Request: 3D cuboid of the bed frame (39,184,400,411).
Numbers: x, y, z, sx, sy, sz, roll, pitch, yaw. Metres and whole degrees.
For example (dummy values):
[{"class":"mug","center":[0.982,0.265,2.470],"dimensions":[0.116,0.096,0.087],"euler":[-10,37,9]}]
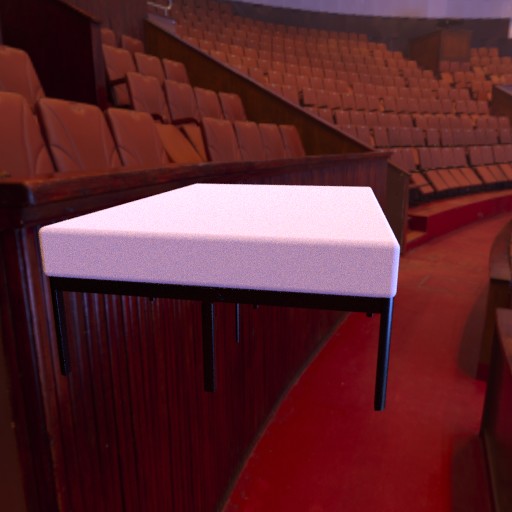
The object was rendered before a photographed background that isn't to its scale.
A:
[{"class":"bed frame","center":[0.000,0.000,2.648],"dimensions":[1.408,0.659,1.956],"euler":[3,15,11]}]
